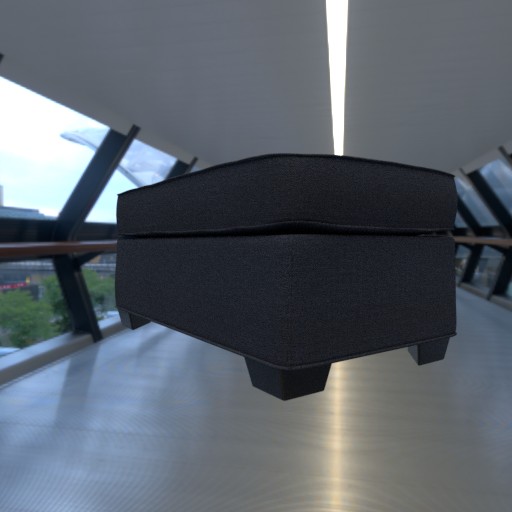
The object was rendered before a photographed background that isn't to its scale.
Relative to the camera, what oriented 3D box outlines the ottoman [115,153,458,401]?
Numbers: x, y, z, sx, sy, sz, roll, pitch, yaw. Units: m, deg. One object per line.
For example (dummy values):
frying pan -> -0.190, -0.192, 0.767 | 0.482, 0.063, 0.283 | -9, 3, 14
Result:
ottoman -> 0.000, 0.000, 1.189 | 0.505, 0.453, 0.895 | -1, 2, -35
